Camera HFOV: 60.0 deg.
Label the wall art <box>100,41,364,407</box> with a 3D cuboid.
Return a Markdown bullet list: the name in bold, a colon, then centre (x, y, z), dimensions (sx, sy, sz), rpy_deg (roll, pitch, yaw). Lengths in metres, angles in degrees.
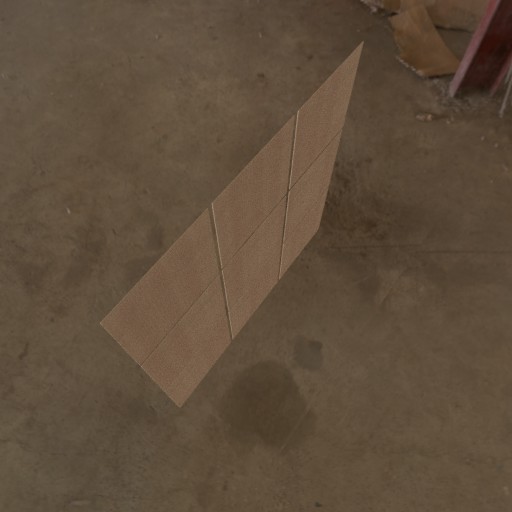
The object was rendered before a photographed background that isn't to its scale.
- **wall art**: centre (0.000, 0.000, 2.222), dimensions (0.002, 1.505, 1.517), rpy_deg (33, 67, 16)
